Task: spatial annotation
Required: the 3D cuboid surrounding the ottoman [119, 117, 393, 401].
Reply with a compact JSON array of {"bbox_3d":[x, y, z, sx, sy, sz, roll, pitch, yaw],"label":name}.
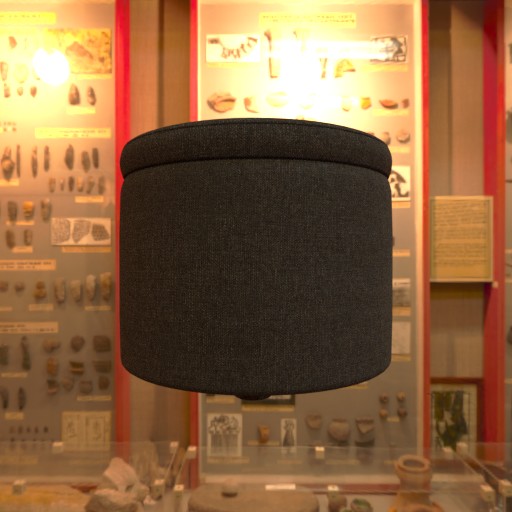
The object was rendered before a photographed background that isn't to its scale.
[{"bbox_3d":[0.000,0.000,0.882,0.520,0.430,0.520,0,0,0],"label":"ottoman"}]
